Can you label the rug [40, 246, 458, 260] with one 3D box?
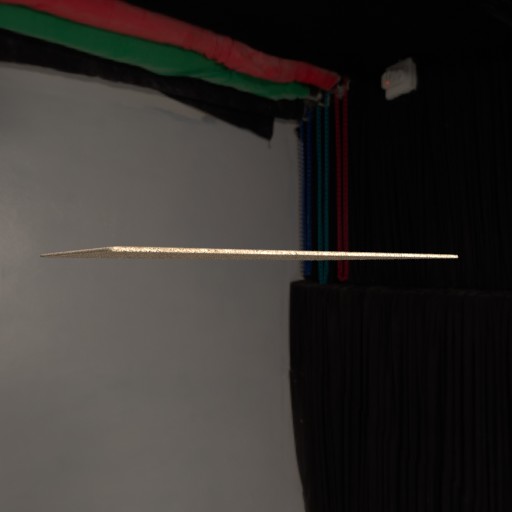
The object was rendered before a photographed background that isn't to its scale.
[{"bbox_3d":[0.000,0.000,3.058,2.469,0.024,1.539,1,-2,-36],"label":"rug"}]
